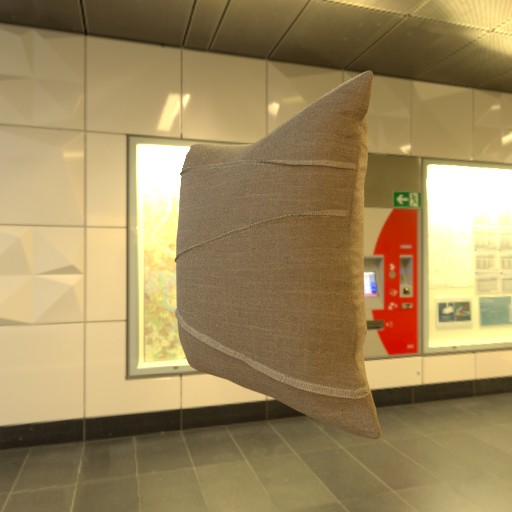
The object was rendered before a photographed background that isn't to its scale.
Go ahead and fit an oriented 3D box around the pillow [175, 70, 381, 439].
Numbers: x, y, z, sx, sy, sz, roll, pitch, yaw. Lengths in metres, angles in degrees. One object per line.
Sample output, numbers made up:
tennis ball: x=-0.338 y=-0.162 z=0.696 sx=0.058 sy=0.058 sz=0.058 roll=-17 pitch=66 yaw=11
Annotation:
pillow: x=0.000 y=0.000 z=0.635 sx=0.169 sy=0.400 sz=0.424 roll=0 pitch=0 yaw=-37
